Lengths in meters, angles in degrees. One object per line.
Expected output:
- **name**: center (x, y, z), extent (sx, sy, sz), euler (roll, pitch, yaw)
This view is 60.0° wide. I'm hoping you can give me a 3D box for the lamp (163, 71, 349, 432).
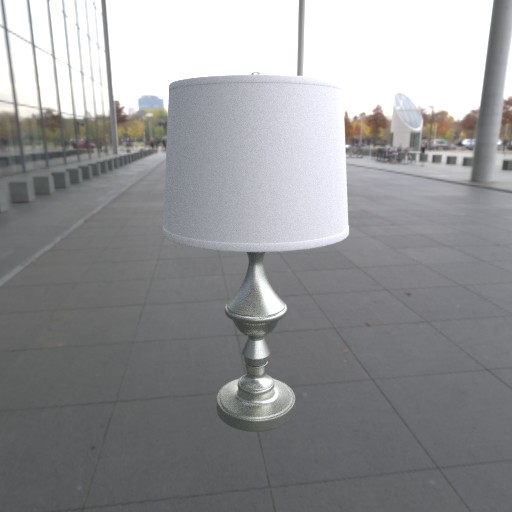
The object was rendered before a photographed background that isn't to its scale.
- **lamp**: center (0.000, 0.000, 0.946), extent (0.383, 0.733, 0.383), euler (0, 15, 0)
